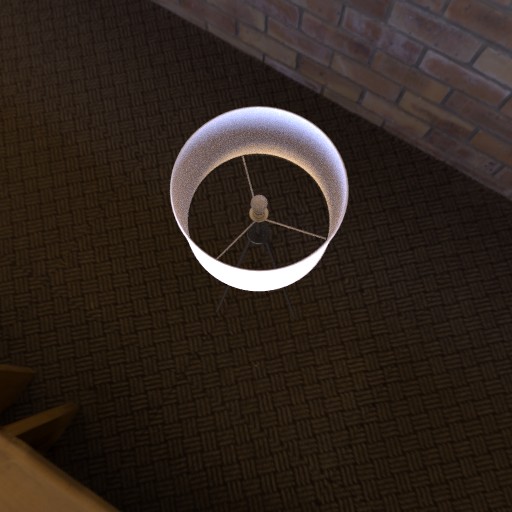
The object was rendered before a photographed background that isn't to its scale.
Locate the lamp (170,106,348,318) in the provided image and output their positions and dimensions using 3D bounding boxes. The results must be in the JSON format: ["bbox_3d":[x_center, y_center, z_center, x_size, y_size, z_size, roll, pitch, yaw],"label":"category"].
[{"bbox_3d":[0.000,0.000,1.769,0.448,1.545,0.458,1,76,0],"label":"lamp"}]
